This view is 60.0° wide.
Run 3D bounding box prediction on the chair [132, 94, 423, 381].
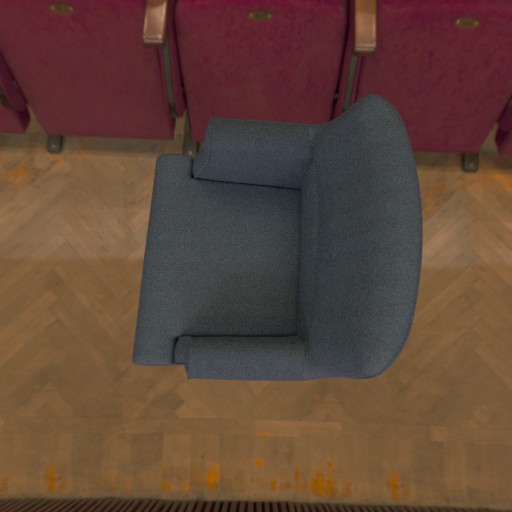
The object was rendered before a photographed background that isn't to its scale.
[{"bbox_3d":[0.000,0.000,1.413,0.754,0.878,0.770,3,76,1],"label":"chair"}]
